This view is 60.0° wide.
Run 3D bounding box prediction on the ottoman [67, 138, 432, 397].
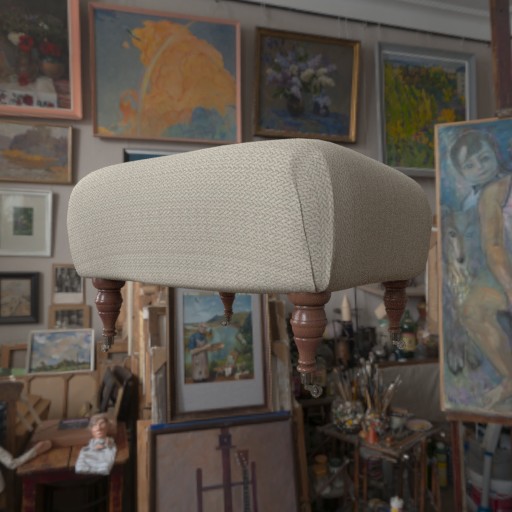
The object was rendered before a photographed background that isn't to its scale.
[{"bbox_3d":[0.000,0.000,1.056,0.684,0.447,0.622,0,1,36],"label":"ottoman"}]
